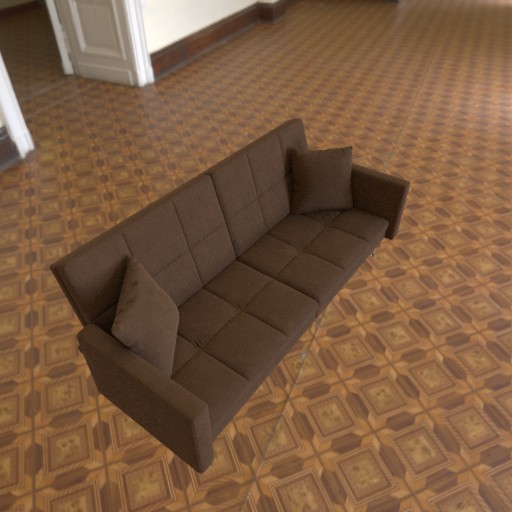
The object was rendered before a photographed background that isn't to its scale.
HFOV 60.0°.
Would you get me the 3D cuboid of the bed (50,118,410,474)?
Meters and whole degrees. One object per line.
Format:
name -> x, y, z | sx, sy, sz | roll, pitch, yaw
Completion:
bed -> 0.000, 0.000, 2.335 | 0.889, 0.787, 1.905 | 26, 47, 27
